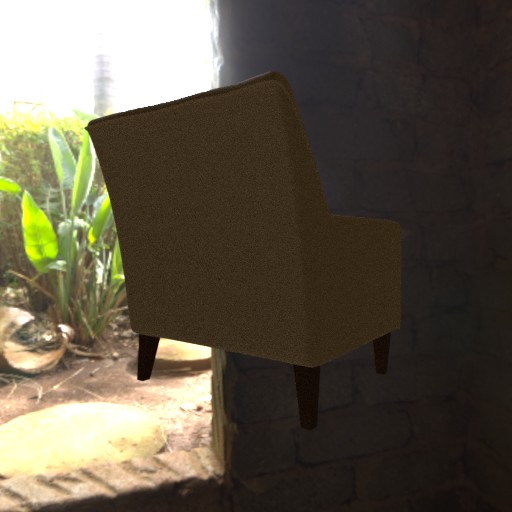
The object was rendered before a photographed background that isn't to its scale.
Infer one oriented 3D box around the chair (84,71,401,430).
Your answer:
[{"bbox_3d":[0.000,0.000,1.602,0.780,0.919,0.899,2,3,36],"label":"chair"}]
